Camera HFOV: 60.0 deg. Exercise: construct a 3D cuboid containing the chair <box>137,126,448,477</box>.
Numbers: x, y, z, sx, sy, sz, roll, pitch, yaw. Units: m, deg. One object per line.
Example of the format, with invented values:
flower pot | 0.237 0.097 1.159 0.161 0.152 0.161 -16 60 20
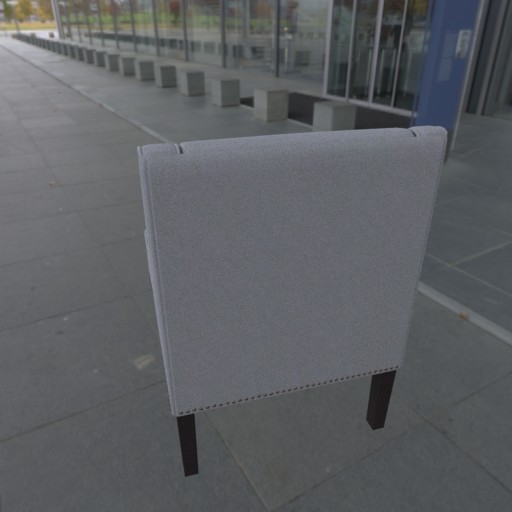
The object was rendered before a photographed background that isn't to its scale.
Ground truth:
chair | 0.000 0.000 1.332 0.631 0.867 0.747 -8 29 -14
